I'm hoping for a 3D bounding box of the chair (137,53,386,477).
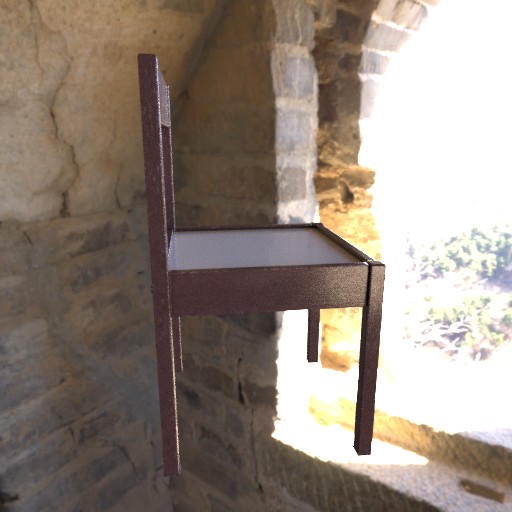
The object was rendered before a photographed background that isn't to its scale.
[{"bbox_3d":[0.000,0.000,0.663,0.285,0.505,0.285,-2,15,-8],"label":"chair"}]
